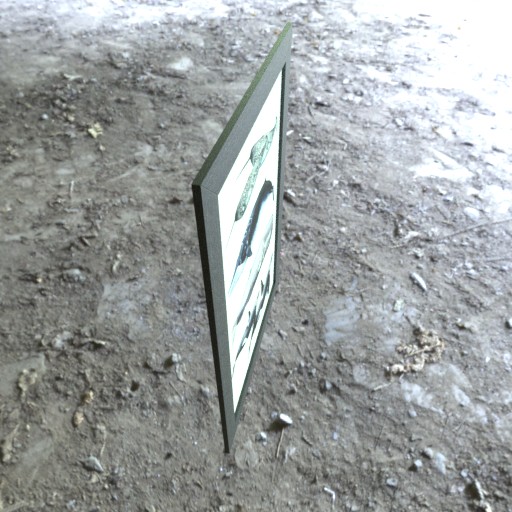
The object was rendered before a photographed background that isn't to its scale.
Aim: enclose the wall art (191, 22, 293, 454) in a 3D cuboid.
[{"bbox_3d":[0.000,0.000,1.394,0.016,1.116,0.810,10,46,10],"label":"wall art"}]
